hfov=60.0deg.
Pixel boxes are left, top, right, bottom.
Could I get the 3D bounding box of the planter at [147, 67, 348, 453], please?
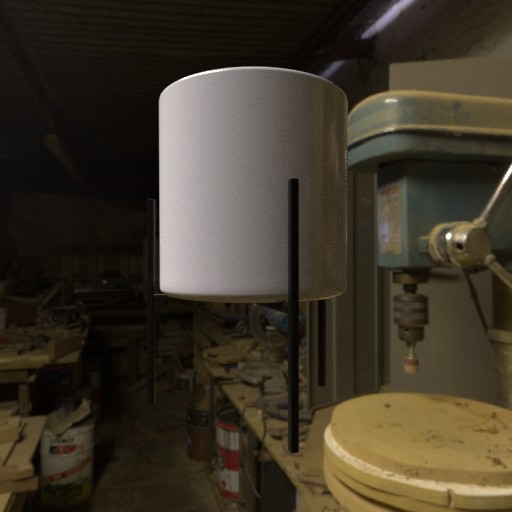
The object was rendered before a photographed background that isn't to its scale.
[{"bbox_3d":[0.000,0.000,0.512,0.239,0.356,0.239,0,0,-16],"label":"planter"}]
